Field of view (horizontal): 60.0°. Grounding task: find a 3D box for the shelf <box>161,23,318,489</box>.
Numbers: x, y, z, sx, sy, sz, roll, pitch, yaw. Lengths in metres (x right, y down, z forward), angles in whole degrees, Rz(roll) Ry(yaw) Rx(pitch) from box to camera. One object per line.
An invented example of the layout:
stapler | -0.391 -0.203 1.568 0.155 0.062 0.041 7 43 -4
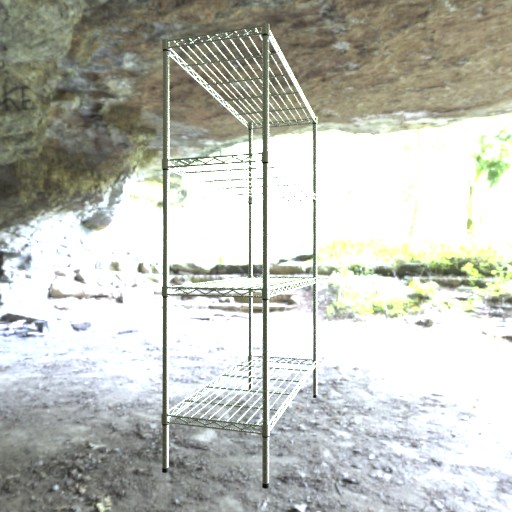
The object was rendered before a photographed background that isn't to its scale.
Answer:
shelf | 0.000 0.000 1.772 0.352 1.360 0.907 0 -1 17
